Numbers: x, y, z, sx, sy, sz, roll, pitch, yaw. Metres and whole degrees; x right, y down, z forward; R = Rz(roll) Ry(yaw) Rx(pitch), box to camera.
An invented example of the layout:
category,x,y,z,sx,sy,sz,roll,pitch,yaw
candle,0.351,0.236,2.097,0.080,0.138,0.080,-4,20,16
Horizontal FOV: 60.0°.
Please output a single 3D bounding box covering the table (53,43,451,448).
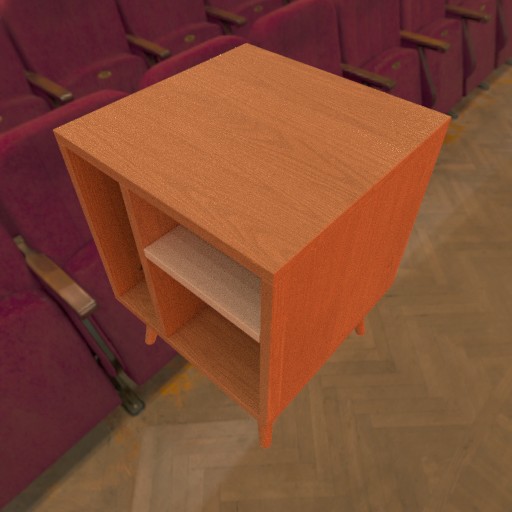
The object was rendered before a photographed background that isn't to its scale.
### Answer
category,x,y,z,sx,sy,sz,roll,pitch,yaw
table,0.000,0.000,0.827,0.400,0.550,0.400,33,55,27
